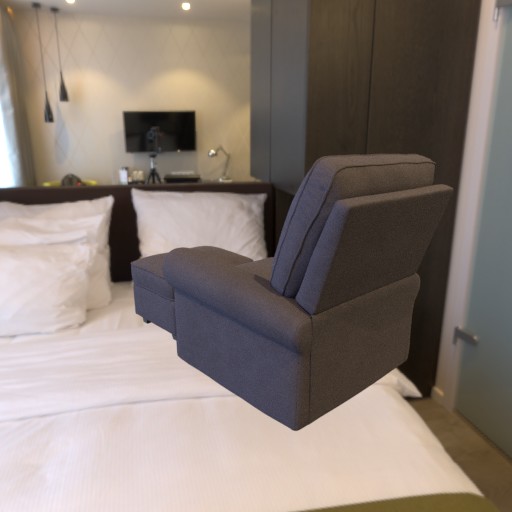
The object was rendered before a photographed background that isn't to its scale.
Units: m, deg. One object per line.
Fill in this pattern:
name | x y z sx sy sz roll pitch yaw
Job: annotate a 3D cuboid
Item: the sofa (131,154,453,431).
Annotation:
sofa | 0.000 0.000 2.063 0.880 0.959 1.478 -14 20 -41
